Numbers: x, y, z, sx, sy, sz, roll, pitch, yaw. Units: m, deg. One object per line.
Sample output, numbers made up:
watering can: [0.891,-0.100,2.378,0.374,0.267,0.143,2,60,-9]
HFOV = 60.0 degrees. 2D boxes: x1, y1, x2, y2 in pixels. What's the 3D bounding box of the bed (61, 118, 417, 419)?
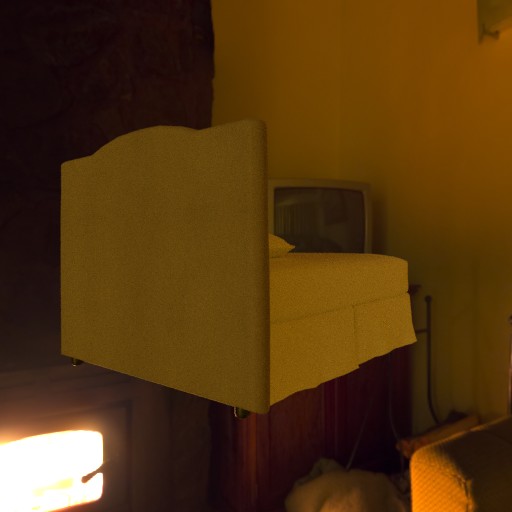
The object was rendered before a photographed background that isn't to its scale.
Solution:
bed: [0.000,0.000,3.282,1.744,1.441,2.128,1,2,39]
